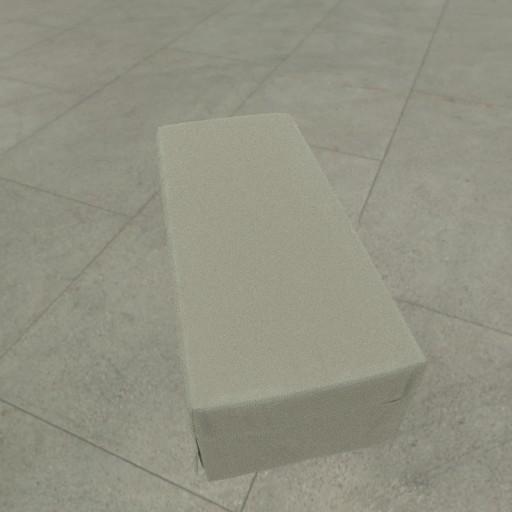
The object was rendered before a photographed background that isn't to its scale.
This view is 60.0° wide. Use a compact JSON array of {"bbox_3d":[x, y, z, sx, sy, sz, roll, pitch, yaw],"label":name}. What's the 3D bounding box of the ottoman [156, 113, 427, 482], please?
[{"bbox_3d":[0.000,0.000,1.679,0.665,0.457,1.388,-9,46,-8],"label":"ottoman"}]
